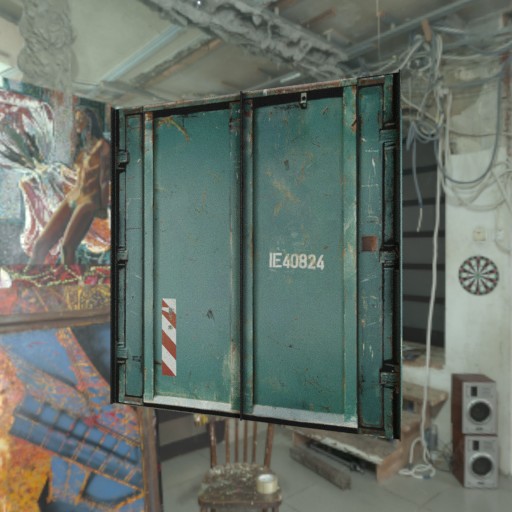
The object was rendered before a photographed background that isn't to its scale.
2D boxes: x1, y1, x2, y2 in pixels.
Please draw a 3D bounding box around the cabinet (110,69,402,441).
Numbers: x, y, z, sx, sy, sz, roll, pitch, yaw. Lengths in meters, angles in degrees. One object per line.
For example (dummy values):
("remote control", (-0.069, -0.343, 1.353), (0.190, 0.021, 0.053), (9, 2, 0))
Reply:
("cabinet", (0.000, 0.000, 3.207), (2.000, 2.160, 0.680), (0, 0, 19))
